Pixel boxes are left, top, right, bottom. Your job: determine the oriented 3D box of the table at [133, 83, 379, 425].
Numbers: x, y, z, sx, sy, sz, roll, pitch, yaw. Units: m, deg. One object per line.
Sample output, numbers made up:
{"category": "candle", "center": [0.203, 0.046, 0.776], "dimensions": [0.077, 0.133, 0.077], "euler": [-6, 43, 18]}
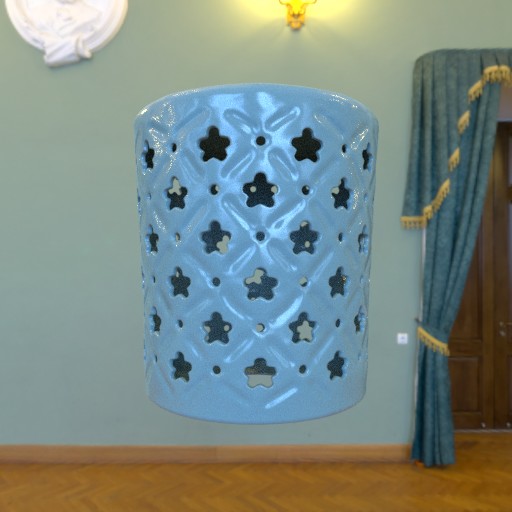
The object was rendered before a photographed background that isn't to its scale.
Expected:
{"category": "table", "center": [0.000, 0.000, 0.657], "dimensions": [0.352, 0.387, 0.352], "euler": [0, 0, 0]}
